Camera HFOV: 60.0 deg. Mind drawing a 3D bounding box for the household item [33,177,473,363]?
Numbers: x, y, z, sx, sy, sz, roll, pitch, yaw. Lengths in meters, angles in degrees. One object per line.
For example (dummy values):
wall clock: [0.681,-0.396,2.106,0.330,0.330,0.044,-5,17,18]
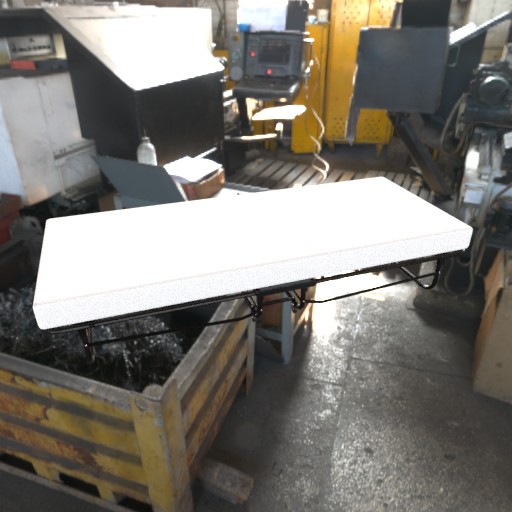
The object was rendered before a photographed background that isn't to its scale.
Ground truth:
household item: [0.000,0.000,2.150,1.905,0.356,0.787,-10,31,-16]
